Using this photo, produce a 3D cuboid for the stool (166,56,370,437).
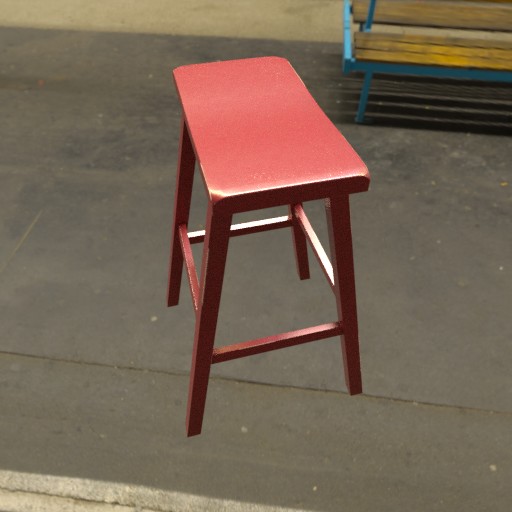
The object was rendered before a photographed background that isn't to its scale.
[{"bbox_3d":[0.000,0.000,1.046,0.476,0.737,0.457,-11,47,-10],"label":"stool"}]
